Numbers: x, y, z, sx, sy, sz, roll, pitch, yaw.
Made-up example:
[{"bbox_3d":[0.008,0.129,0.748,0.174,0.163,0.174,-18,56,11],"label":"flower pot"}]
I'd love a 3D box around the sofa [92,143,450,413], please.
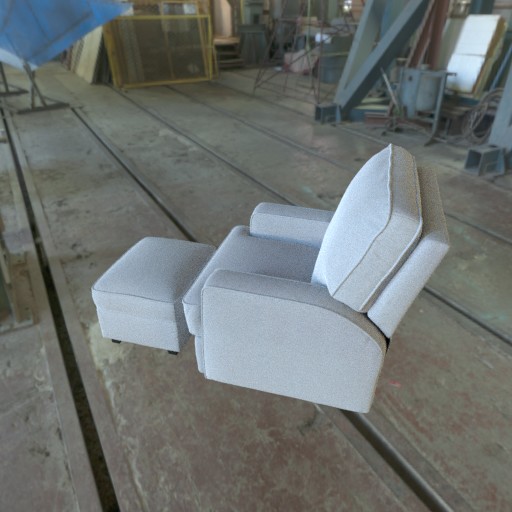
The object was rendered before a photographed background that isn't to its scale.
[{"bbox_3d":[0.000,0.000,2.043,1.472,0.959,0.861,8,31,13],"label":"sofa"}]
